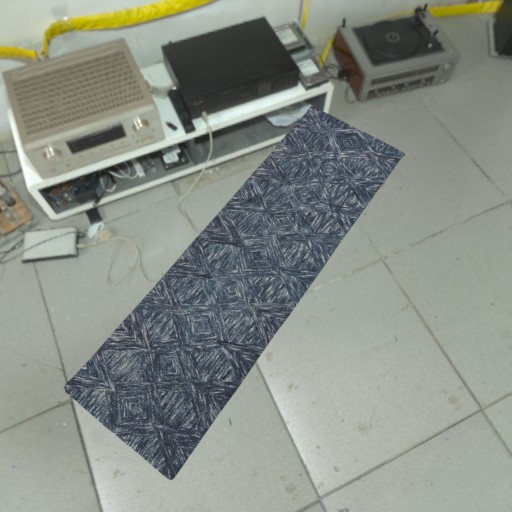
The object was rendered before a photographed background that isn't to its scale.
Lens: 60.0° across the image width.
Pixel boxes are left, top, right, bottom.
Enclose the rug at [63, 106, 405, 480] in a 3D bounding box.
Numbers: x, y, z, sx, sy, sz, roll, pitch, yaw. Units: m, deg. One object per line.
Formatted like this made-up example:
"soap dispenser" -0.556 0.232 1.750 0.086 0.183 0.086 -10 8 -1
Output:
"rug" 0.000 0.000 2.508 0.719 0.013 2.306 32 68 15
